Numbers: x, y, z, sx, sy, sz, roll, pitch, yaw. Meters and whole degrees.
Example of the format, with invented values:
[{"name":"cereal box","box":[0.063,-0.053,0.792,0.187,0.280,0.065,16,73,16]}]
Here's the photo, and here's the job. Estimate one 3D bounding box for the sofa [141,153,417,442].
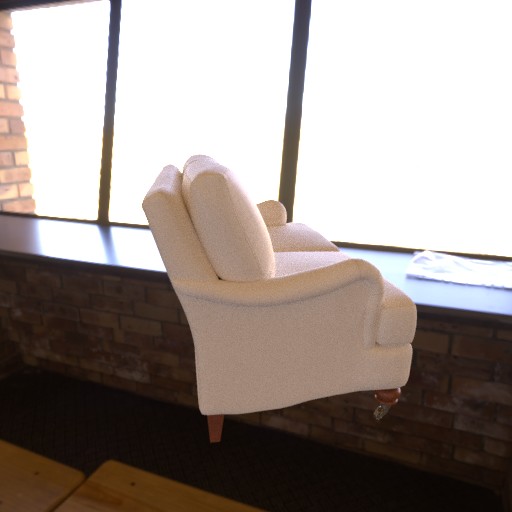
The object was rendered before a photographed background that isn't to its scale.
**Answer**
[{"name":"sofa","box":[0.000,0.000,2.550,1.084,1.101,1.853,-2,15,-9]}]
